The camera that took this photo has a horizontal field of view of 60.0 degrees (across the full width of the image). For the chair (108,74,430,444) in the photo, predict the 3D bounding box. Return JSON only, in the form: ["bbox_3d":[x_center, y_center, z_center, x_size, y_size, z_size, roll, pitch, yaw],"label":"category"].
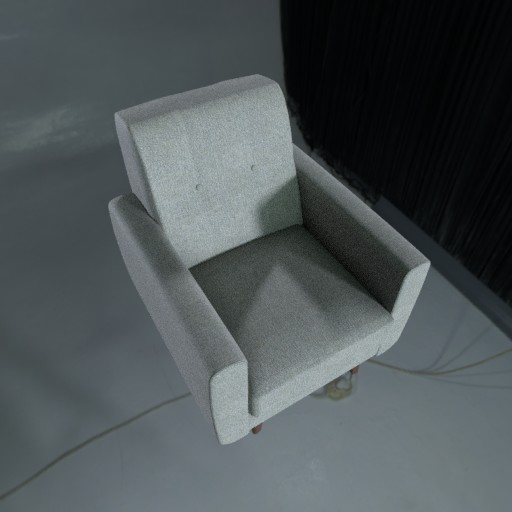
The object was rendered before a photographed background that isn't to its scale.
[{"bbox_3d":[0.000,0.000,1.685,0.845,0.968,0.942,-24,51,-21],"label":"chair"}]
